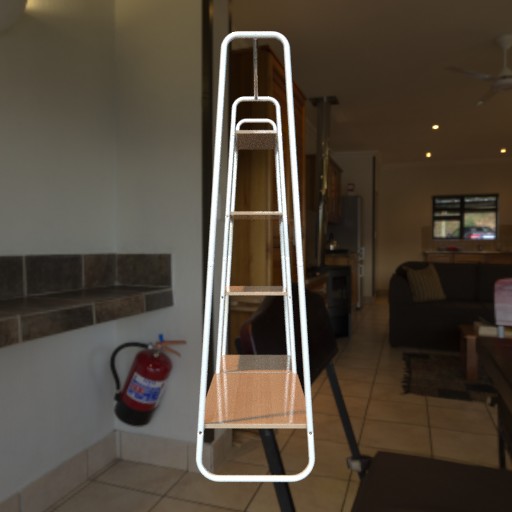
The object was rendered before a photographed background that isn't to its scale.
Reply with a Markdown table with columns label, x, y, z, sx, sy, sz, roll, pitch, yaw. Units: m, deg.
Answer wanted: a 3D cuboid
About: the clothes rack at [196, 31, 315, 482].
| label | x | y | z | sx | sy | sz | roll | pitch | yaw |
| --- | --- | --- | --- | --- | --- | --- | --- | --- | --- |
| clothes rack | 0.000 | 0.000 | 1.973 | 0.400 | 1.500 | 1.011 | 0 | 1 | 0 |
